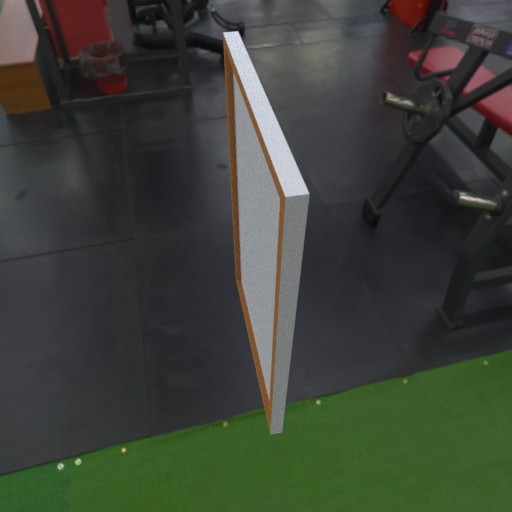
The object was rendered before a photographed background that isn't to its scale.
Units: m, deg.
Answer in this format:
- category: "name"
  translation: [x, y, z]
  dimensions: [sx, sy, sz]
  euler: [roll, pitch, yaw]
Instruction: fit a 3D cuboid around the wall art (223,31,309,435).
- category: "wall art"
  translation: [0.000, 0.000, 1.183]
  dimensions: [0.037, 0.916, 0.610]
  euler: [-8, 48, -8]
